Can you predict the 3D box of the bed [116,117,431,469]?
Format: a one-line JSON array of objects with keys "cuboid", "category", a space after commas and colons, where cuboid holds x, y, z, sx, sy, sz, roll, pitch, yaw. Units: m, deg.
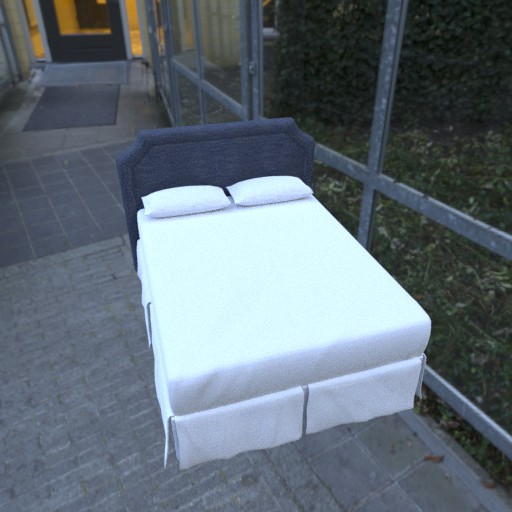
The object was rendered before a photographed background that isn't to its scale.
[{"cuboid": [0.000, 0.000, 3.112, 1.693, 1.290, 2.116, -9, 34, -14], "category": "bed"}]
